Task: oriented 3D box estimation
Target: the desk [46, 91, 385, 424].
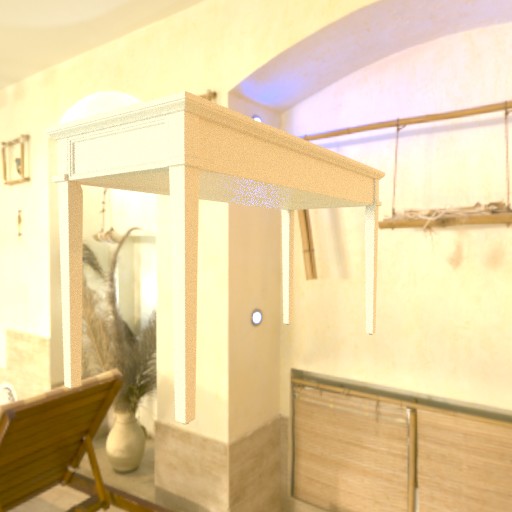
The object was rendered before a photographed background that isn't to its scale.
[{"bbox_3d":[0.000,0.000,1.718,0.559,0.774,1.372,1,2,34],"label":"desk"}]
